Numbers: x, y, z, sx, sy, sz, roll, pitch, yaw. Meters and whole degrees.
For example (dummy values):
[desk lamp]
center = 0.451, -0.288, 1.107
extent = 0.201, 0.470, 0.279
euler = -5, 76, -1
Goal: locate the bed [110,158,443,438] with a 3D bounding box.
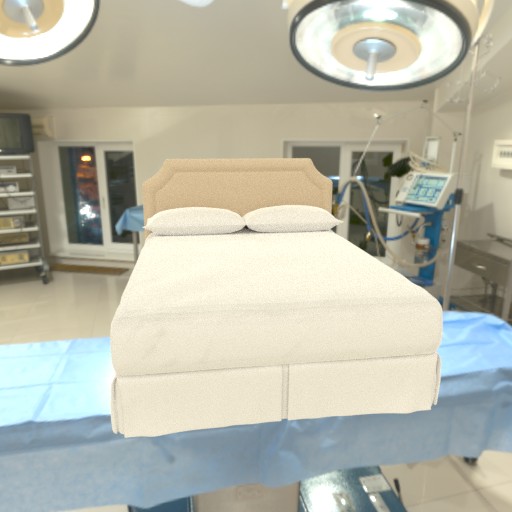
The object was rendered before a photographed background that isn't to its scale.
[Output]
[bed]
center = 0.000, 0.000, 3.770
extent = 2.134, 1.524, 2.548
euler = -2, 15, -8
